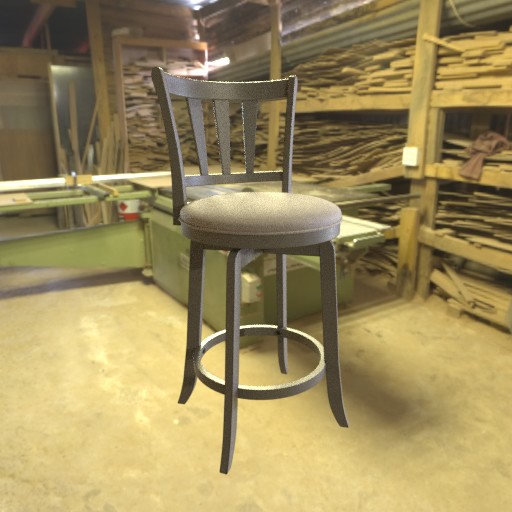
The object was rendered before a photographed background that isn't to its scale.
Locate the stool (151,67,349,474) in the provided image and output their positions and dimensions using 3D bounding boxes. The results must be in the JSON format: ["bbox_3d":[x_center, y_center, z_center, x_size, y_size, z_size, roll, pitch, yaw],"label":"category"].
[{"bbox_3d":[0.000,0.000,1.249,0.450,0.994,0.486,-8,18,-27],"label":"stool"}]
